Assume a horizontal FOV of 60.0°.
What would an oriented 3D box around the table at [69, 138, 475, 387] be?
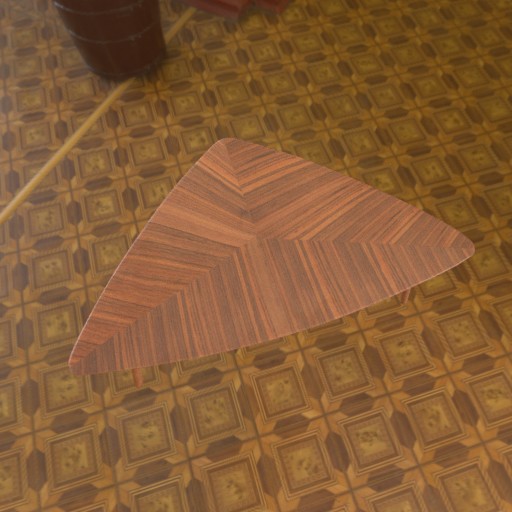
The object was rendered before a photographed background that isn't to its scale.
[{"bbox_3d":[0.000,0.000,1.303,1.008,0.365,0.601,-16,64,-8],"label":"table"}]
